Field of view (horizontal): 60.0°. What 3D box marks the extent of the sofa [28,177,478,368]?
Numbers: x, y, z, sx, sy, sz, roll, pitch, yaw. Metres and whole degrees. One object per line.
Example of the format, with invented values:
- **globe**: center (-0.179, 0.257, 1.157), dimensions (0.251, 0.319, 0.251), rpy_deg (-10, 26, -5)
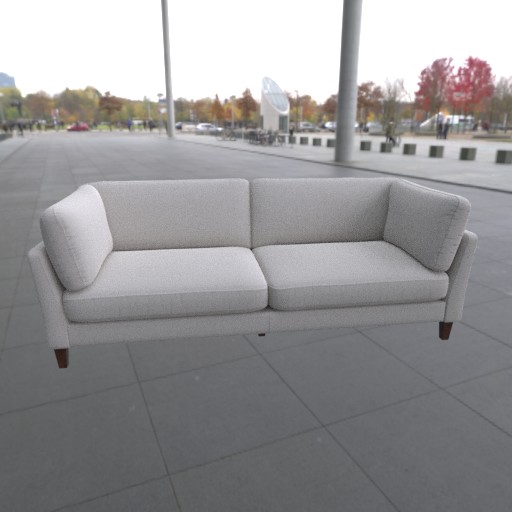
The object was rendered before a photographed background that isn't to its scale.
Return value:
- **sofa**: center (0.000, 0.000, 2.704), dimensions (2.301, 0.863, 0.957), rpy_deg (-2, 17, -8)
